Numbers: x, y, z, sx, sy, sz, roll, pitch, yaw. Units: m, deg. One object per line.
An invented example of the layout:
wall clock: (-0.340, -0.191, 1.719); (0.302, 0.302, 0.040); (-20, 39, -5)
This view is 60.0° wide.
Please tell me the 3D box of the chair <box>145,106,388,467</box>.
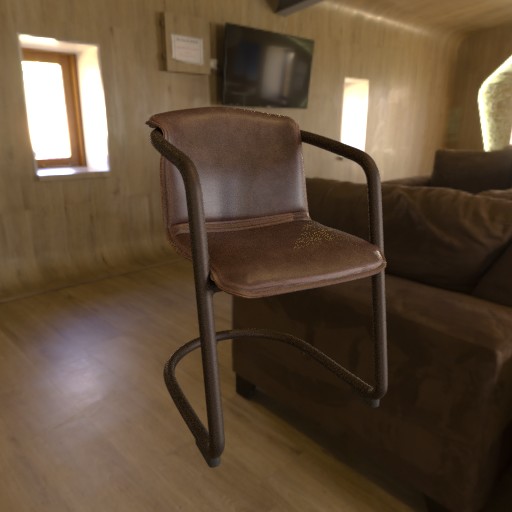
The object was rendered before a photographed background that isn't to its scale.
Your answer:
chair: (0.000, 0.000, 1.274); (0.536, 0.836, 0.664); (-8, 18, -27)
